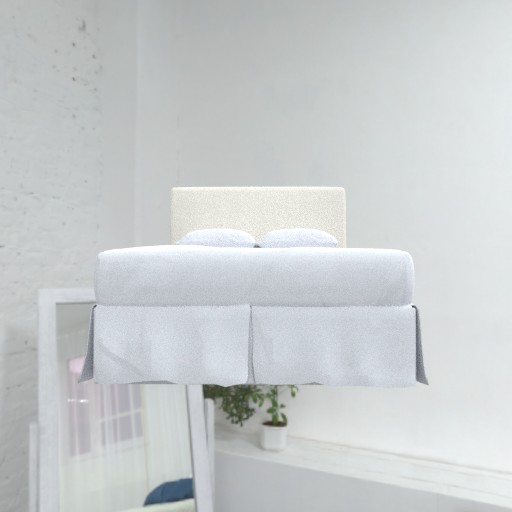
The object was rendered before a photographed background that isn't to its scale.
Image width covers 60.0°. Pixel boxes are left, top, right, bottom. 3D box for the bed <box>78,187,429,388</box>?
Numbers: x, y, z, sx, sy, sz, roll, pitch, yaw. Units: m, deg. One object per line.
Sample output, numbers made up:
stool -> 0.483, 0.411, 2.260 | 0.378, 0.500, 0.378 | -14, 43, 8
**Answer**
bed -> 0.000, 0.000, 3.189 | 1.713, 1.330, 2.142 | 0, -1, 1
